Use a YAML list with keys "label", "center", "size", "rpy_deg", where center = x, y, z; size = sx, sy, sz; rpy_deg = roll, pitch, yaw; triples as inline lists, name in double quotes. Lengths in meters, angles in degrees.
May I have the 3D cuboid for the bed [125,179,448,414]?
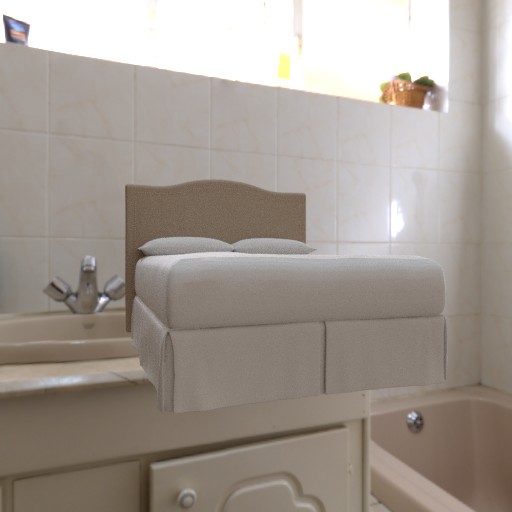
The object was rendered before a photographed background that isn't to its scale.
- label: "bed"
  center: [0.000, 0.000, 3.124]
  size: [1.678, 1.398, 2.052]
  rpy_deg: [0, 0, -19]
